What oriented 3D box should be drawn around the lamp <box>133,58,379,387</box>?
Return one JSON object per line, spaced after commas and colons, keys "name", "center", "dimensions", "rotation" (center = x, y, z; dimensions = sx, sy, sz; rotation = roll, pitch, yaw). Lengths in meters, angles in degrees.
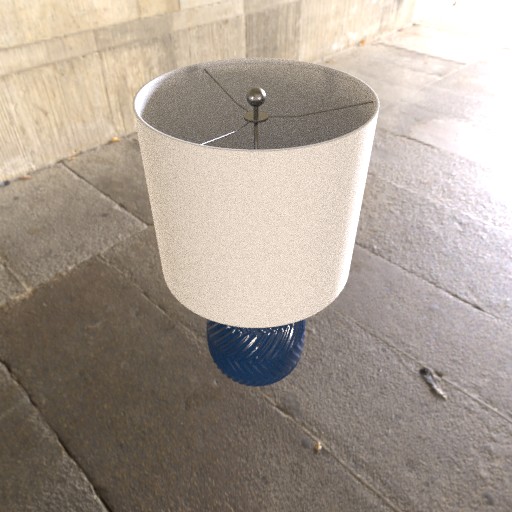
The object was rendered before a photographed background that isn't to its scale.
{"name": "lamp", "center": [0.000, 0.000, 0.488], "dimensions": [0.203, 0.368, 0.203], "rotation": [-1, 40, -1]}
